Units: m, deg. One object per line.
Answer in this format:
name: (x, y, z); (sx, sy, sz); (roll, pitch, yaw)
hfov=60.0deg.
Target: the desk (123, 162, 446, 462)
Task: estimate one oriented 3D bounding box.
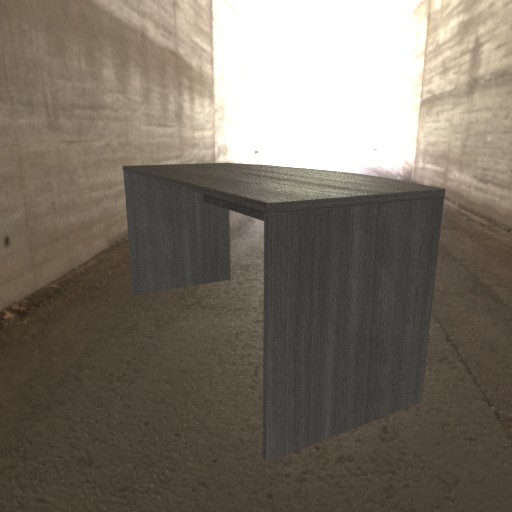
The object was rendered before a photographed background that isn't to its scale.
desk: (0.000, 0.000, 2.041); (0.802, 0.750, 1.600); (-8, 17, -27)
